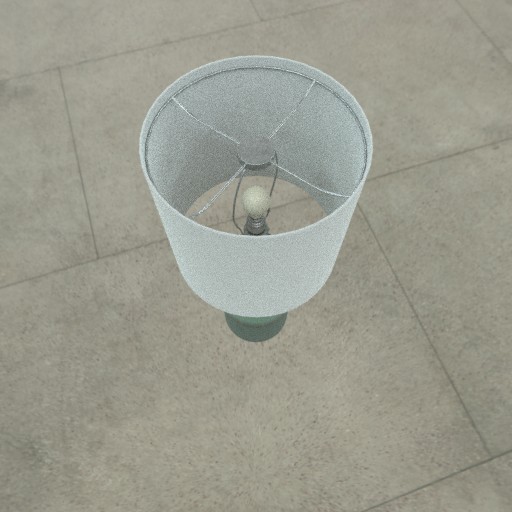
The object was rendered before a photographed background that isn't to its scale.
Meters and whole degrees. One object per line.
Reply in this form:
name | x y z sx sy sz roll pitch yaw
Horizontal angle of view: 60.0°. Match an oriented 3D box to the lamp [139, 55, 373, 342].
lamp | 0.000 0.000 0.624 0.212 0.493 0.212 33 68 15
